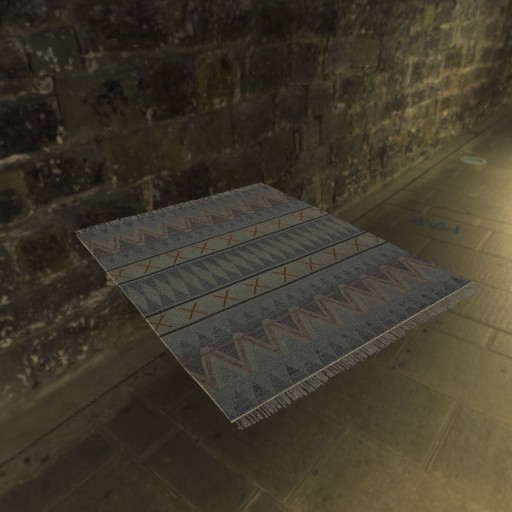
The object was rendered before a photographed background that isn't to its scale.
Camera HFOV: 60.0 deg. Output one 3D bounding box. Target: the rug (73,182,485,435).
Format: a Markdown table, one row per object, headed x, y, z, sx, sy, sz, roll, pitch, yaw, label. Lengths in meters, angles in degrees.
| x | y | z | sx | sy | sz | roll | pitch | yaw | label |
| --- | --- | --- | --- | --- | --- | --- | --- | --- | --- |
| 0.000 | 0.000 | 3.969 | 2.371 | 0.012 | 3.000 | -20 | 35 | -31 | rug |
